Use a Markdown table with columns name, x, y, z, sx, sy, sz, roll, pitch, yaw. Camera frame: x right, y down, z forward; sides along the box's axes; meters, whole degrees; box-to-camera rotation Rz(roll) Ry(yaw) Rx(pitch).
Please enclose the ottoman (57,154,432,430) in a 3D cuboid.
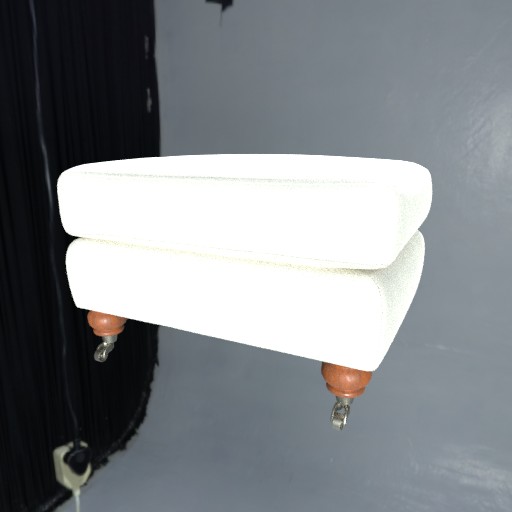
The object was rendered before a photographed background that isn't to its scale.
| name | x | y | z | sx | sy | sz | roll | pitch | yaw |
| --- | --- | --- | --- | --- | --- | --- | --- | --- | --- |
| ottoman | 0.000 | 0.000 | 1.121 | 0.773 | 0.499 | 0.569 | 7 | 16 | 26 |
